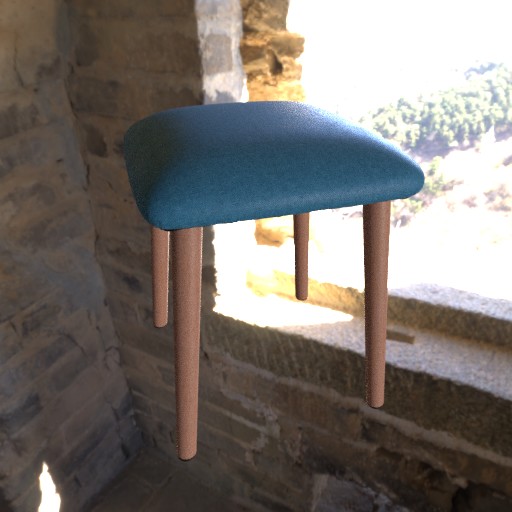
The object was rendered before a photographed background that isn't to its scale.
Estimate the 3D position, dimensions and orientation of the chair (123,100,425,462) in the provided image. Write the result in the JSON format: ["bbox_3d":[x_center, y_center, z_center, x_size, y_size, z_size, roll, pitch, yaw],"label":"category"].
[{"bbox_3d":[0.000,0.000,0.718,0.360,0.450,0.360,-9,32,-15],"label":"chair"}]
